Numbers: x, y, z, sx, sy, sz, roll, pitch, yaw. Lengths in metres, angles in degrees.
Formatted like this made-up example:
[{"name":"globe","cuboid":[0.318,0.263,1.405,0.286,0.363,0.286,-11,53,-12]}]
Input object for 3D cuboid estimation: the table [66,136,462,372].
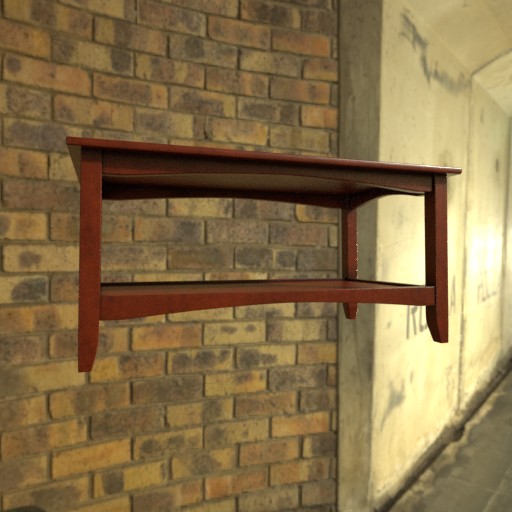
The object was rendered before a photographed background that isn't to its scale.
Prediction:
[{"name":"table","cuboid":[0.000,0.000,1.242,0.943,0.456,0.533,0,0,-19]}]
